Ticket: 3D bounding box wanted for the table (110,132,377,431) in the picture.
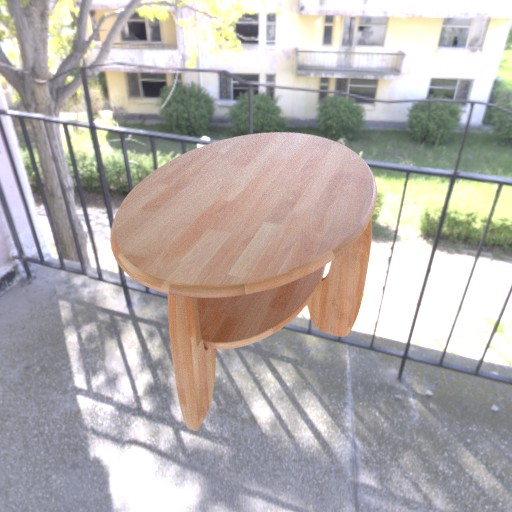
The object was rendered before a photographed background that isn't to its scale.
[{"bbox_3d":[0.000,0.000,1.403,0.690,0.490,1.040,11,35,16],"label":"table"}]
